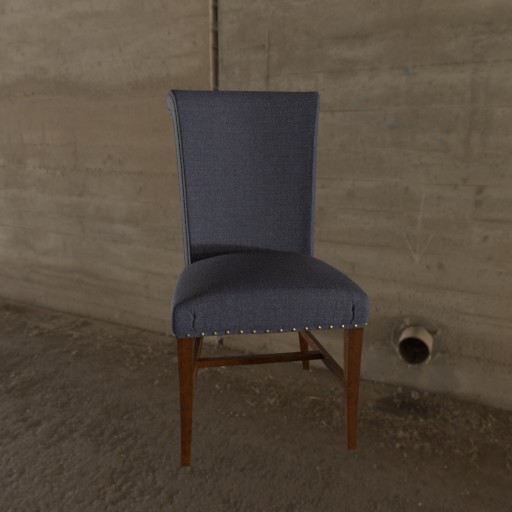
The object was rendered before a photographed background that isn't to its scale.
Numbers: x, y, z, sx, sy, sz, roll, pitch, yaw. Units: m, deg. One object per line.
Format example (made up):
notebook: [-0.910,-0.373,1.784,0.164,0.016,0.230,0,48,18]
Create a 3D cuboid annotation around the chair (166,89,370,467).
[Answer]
chair: [0.000,0.000,1.343,0.513,0.988,0.608,-2,15,-8]
